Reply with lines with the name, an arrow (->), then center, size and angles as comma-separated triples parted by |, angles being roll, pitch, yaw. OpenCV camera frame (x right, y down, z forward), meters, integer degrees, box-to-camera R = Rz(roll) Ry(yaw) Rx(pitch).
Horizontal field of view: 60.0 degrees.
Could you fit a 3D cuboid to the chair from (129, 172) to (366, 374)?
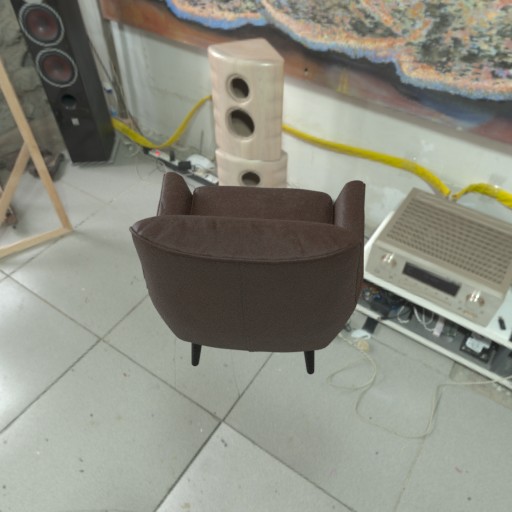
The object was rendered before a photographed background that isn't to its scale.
chair -> 0.000, 0.000, 1.496 | 0.787, 0.888, 0.824 | 3, 47, 3
